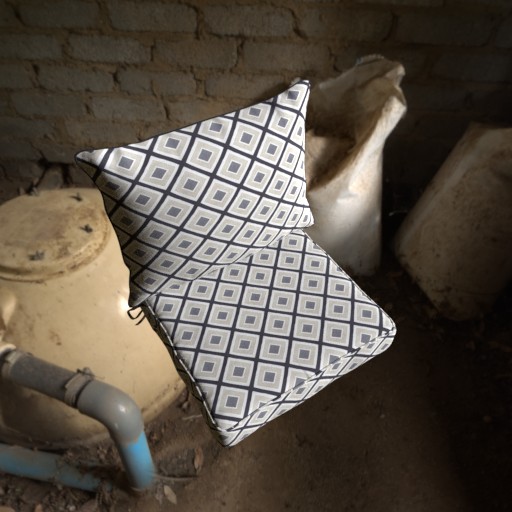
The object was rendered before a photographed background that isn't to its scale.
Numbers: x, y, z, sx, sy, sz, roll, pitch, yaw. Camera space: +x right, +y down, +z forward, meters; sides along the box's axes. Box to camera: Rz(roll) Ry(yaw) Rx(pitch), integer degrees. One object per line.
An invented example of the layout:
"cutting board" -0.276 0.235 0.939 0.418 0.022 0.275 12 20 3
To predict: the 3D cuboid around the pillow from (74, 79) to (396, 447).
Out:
"pillow" 0.000 0.000 1.387 0.798 0.722 0.733 -25 53 -21
